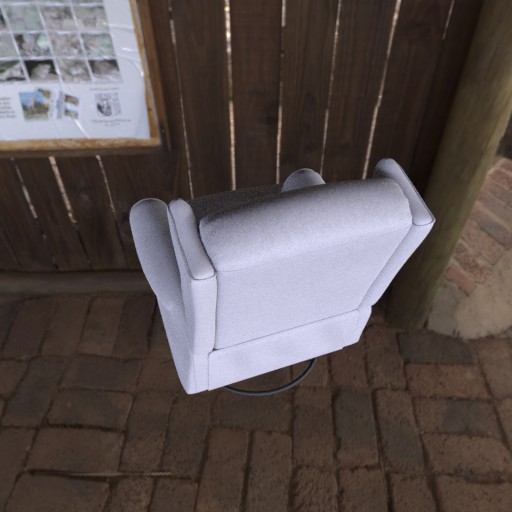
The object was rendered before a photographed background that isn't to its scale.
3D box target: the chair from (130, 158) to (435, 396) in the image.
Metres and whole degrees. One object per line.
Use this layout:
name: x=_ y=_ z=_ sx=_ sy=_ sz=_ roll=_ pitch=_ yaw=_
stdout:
chair: x=0.000 y=0.000 z=1.692 sx=0.847 sy=1.011 sz=0.969 roll=-13 pitch=43 yaw=-15
